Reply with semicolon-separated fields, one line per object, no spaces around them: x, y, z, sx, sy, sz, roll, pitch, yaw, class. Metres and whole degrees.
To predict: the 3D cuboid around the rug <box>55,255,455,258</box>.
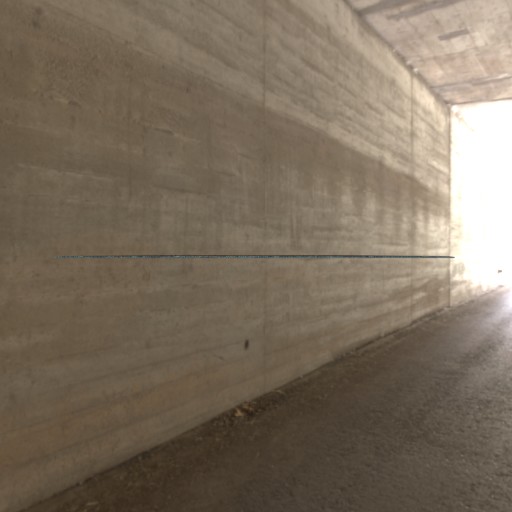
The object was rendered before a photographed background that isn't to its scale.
0.000;0.000;4.229;2.337;0.013;3.291;0;0;0;rug
